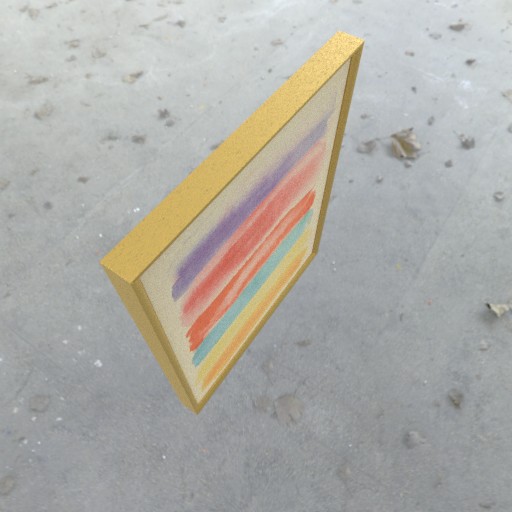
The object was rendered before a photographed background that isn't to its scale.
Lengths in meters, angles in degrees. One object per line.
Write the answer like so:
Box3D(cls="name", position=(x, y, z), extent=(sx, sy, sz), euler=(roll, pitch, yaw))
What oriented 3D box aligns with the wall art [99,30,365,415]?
Box3D(cls="wall art", position=(0.000, 0.000, 0.871), extent=(0.048, 0.642, 0.537), euler=(31, 63, 18))
